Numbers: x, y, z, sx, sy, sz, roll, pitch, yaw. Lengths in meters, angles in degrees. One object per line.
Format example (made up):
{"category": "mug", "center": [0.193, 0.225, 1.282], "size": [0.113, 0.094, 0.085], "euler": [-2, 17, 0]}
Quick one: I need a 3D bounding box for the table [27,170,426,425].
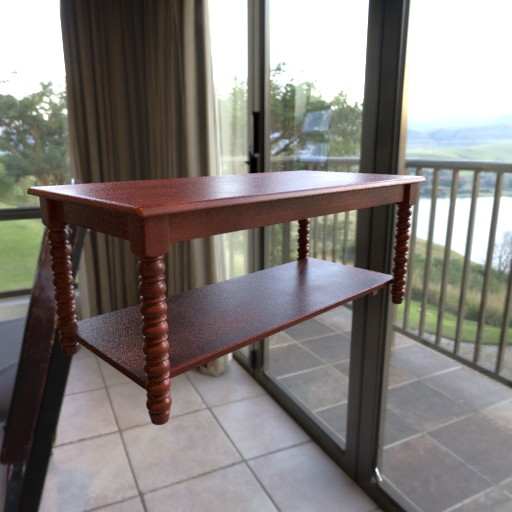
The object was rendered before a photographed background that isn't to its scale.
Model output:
{"category": "table", "center": [0.000, 0.000, 1.450], "size": [1.171, 0.485, 0.580], "euler": [-14, 19, -43]}
